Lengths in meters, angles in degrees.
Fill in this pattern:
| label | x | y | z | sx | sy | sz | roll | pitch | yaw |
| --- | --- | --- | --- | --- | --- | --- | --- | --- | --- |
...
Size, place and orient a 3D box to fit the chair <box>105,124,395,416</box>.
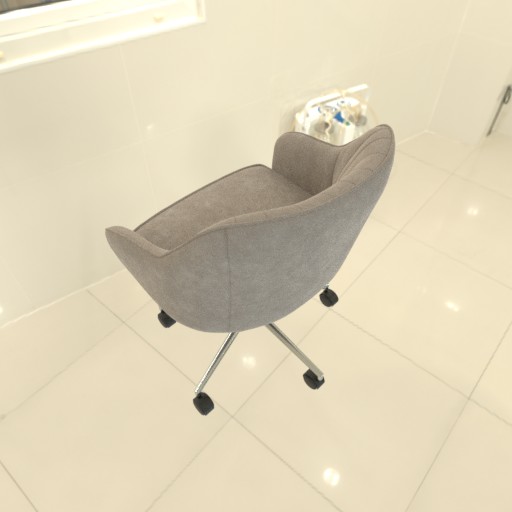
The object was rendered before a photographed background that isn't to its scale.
| label | x | y | z | sx | sy | sz | roll | pitch | yaw |
| --- | --- | --- | --- | --- | --- | --- | --- | --- | --- |
| chair | 0.000 | 0.000 | 1.241 | 0.635 | 0.831 | 0.573 | -34 | 56 | -27 |
